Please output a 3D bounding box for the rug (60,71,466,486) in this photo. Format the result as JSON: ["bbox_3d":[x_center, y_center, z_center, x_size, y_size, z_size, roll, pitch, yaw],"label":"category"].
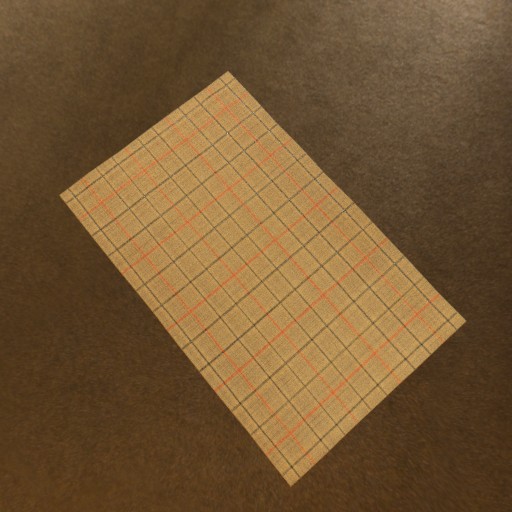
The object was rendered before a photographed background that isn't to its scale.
[{"bbox_3d":[0.000,0.000,2.987,1.524,0.015,2.439,-40,80,-9],"label":"rug"}]
